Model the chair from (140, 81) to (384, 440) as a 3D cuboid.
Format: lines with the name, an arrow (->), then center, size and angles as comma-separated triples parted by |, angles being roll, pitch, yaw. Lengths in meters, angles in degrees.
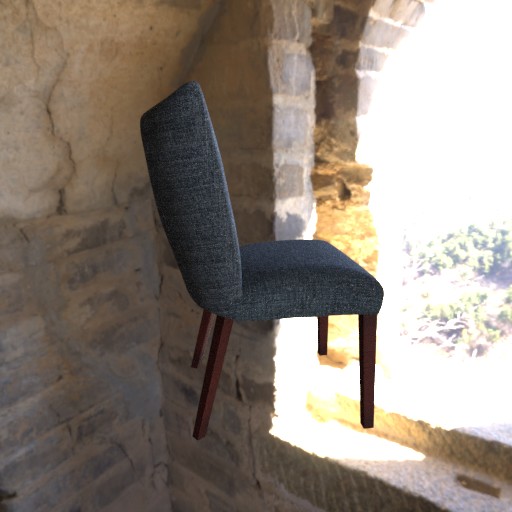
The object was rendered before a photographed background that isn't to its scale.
chair -> 0.000, 0.000, 1.330 | 0.623, 0.924, 0.535 | -2, 16, -8
